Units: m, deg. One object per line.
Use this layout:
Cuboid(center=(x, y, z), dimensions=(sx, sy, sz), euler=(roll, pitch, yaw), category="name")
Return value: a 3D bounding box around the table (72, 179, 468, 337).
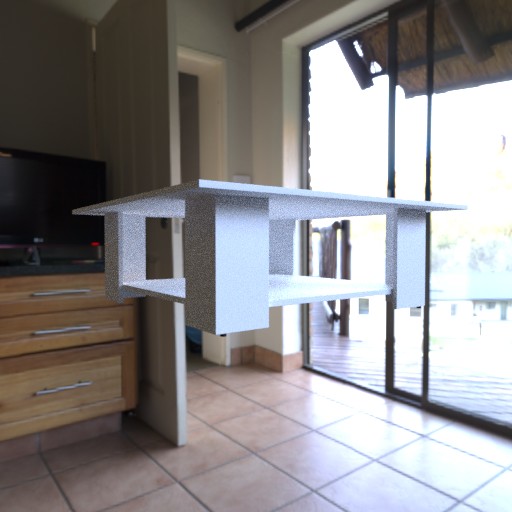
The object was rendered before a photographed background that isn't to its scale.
Cuboid(center=(0.000, 0.000, 1.402), dimensions=(0.890, 0.305, 0.890), euler=(-1, 2, -36), category="table")
